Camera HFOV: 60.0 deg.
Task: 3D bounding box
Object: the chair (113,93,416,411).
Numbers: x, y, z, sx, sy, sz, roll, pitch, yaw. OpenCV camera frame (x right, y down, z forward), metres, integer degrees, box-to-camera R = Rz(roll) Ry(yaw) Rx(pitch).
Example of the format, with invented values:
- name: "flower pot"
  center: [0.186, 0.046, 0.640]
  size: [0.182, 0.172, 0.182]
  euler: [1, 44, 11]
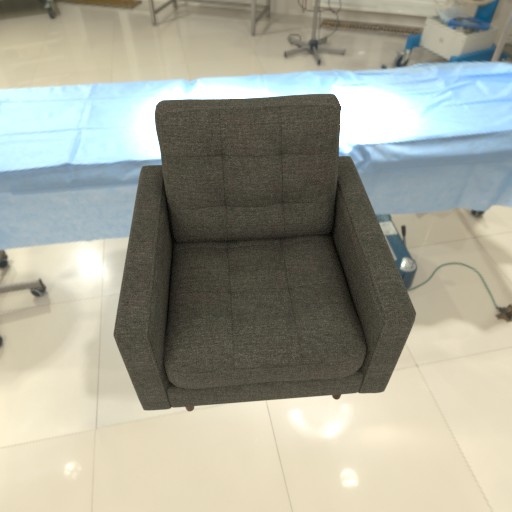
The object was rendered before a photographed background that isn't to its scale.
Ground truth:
- name: "chair"
  center: [0.000, 0.000, 1.534]
  size: [0.821, 0.880, 0.843]
  euler: [-3, 46, -3]
